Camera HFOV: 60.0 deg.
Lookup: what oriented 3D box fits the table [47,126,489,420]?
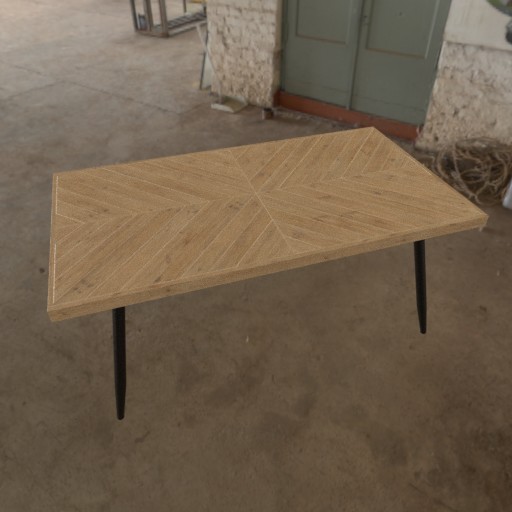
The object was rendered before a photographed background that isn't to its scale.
[{"bbox_3d":[0.000,0.000,2.311,1.803,0.762,0.991,-12,41,-14],"label":"table"}]
